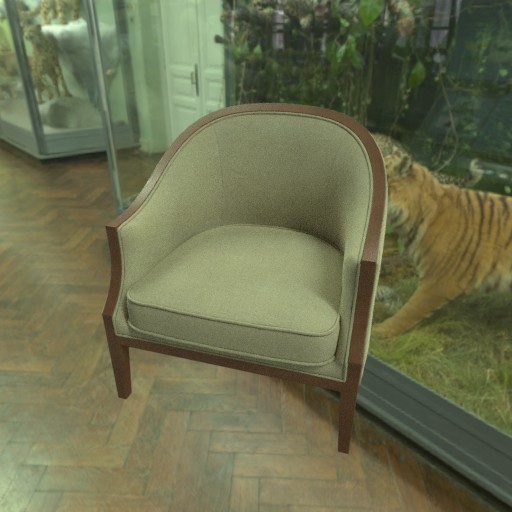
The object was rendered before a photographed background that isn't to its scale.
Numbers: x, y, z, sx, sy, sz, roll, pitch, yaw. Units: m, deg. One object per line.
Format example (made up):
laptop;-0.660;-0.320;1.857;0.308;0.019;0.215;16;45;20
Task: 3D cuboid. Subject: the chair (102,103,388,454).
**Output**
chair;0.000;0.000;1.485;0.803;0.876;0.735;8;29;15
